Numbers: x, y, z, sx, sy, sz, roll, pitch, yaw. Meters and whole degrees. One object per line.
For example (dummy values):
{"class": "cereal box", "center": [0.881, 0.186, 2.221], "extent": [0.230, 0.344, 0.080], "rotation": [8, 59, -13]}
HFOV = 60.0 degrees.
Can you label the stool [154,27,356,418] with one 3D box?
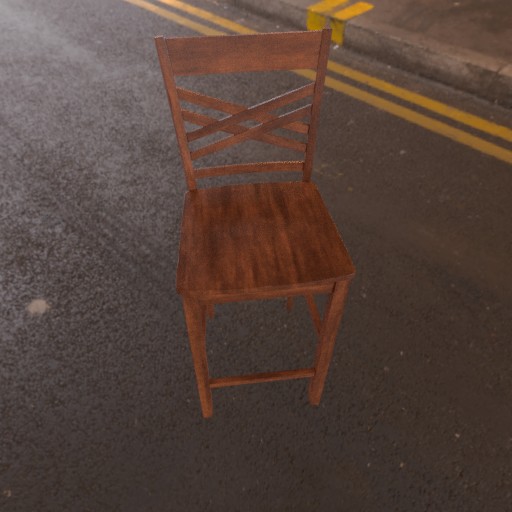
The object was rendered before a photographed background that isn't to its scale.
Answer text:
{"class": "stool", "center": [0.000, 0.000, 1.316], "extent": [0.433, 1.105, 0.487], "rotation": [-5, 47, -5]}
